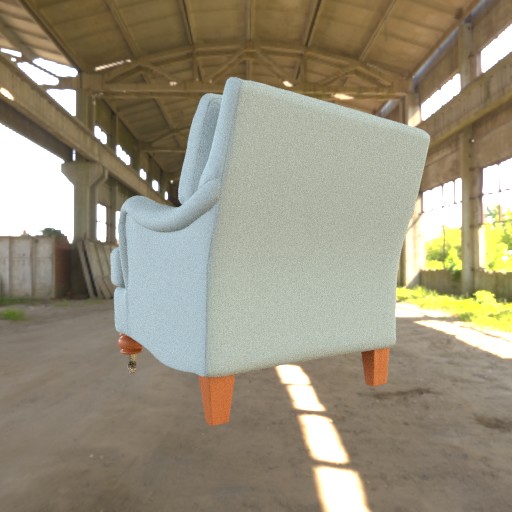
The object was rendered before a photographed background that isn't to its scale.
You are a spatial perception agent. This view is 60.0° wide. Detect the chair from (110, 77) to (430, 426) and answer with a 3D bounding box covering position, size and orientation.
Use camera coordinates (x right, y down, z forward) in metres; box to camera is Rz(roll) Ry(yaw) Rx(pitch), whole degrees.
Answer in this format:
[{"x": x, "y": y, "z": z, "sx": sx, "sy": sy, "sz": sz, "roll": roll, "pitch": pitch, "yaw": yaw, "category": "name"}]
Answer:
[{"x": 0.000, "y": 0.000, "z": 1.842, "sx": 0.955, "sy": 1.038, "sz": 1.070, "roll": 1, "pitch": -1, "yaw": -35, "category": "chair"}]
